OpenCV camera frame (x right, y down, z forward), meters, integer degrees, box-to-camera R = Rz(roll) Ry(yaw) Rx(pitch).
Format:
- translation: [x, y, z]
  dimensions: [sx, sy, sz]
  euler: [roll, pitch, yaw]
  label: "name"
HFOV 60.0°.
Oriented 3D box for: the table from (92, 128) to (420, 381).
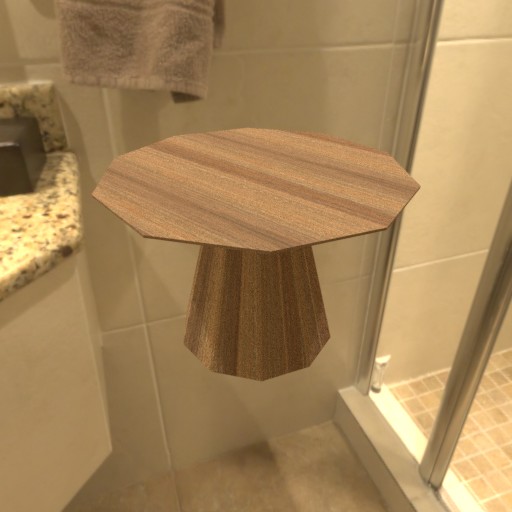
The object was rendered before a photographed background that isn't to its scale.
- translation: [0.000, 0.000, 1.869]
  dimensions: [1.186, 0.752, 1.186]
  euler: [0, 31, 0]
  label: "table"
